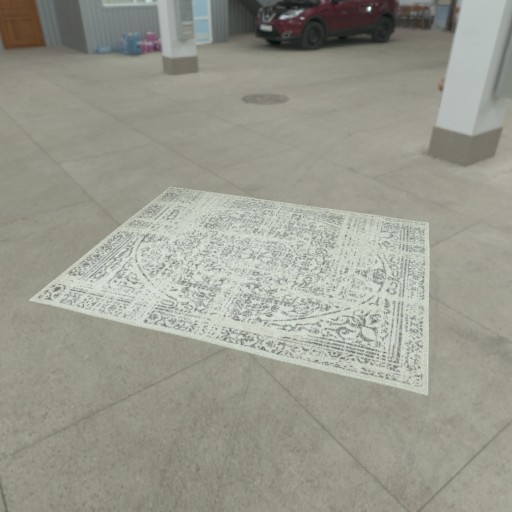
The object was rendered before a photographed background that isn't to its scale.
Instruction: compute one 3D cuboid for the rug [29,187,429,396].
[{"bbox_3d":[0.000,0.000,3.929,2.921,0.032,2.311,10,33,15],"label":"rug"}]
